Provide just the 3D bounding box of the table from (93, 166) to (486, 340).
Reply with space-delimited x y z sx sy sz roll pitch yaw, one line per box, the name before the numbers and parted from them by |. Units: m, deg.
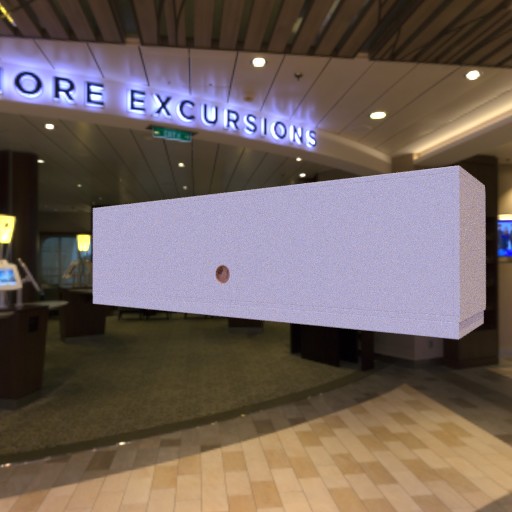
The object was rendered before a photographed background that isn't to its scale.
table | 0.000 0.000 1.724 1.550 0.440 0.400 0 -1 36
